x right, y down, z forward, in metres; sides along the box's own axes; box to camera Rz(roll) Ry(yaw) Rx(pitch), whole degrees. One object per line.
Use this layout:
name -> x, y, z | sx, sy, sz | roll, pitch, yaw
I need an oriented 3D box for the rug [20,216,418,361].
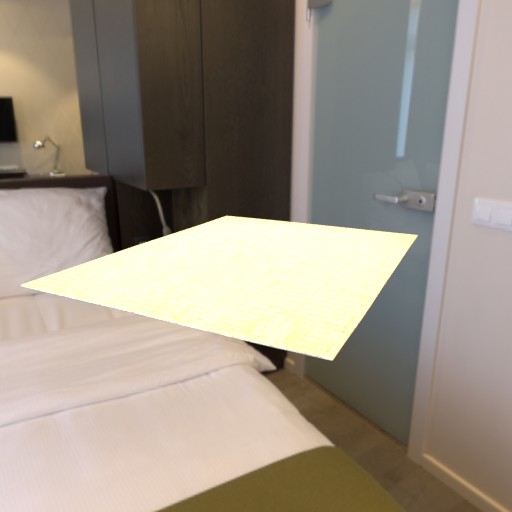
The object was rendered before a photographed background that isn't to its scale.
rug -> 0.000, 0.000, 4.102 | 2.447, 0.014, 3.061 | 8, 18, 26
